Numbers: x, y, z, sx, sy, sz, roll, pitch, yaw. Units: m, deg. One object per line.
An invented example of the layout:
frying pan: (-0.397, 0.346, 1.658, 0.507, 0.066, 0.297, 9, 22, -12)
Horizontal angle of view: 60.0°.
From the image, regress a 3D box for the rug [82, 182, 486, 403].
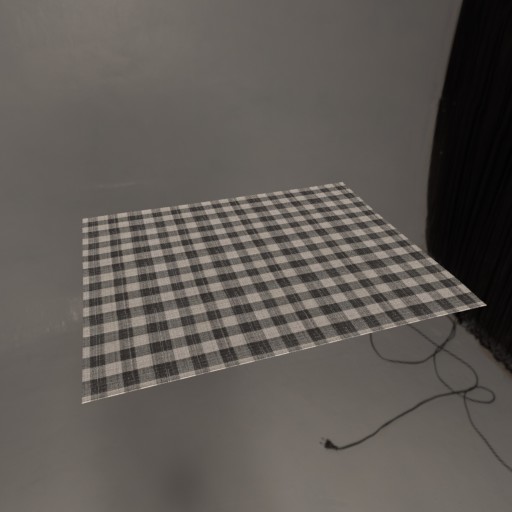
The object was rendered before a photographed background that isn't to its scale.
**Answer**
rug: (0.000, 0.000, 4.053, 3.021, 0.013, 2.432, -10, 35, -15)
